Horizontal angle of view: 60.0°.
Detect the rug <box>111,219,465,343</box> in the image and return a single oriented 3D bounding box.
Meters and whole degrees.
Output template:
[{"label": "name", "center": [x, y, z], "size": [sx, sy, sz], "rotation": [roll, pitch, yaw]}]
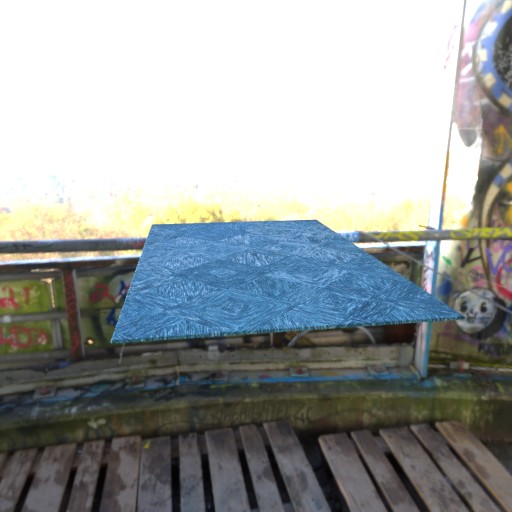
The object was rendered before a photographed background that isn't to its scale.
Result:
[{"label": "rug", "center": [0.000, 0.000, 2.900], "size": [1.490, 0.015, 2.277], "rotation": [-2, 16, -9]}]
